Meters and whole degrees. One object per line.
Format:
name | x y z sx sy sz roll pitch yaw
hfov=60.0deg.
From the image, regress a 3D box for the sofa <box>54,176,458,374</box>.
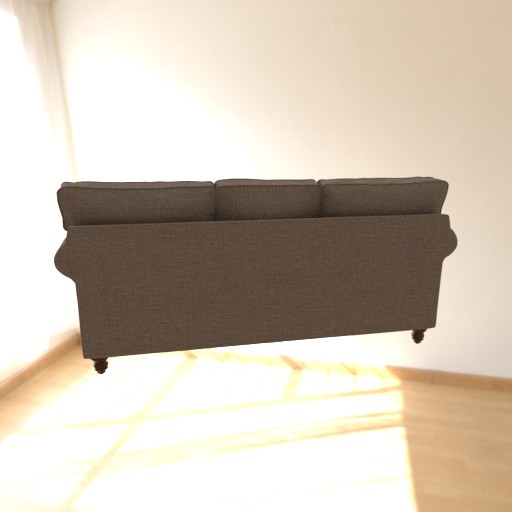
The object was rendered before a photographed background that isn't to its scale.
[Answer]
sofa | 0.000 0.000 2.669 2.084 0.961 0.916 -3 14 -11
